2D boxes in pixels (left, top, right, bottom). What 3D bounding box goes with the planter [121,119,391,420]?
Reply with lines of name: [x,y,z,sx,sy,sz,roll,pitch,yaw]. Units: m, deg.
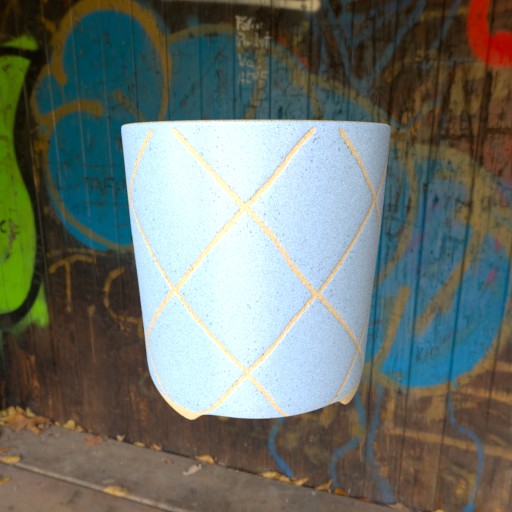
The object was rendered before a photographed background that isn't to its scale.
planter: [0.000,0.000,0.418,0.227,0.235,0.227,0,14,0]
